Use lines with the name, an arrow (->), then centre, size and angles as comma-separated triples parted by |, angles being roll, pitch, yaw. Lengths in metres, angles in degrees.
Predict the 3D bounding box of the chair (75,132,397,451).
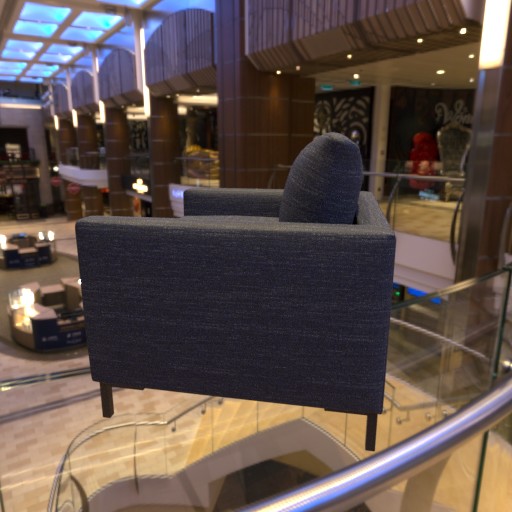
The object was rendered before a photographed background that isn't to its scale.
chair -> 0.000, 0.000, 1.611 | 0.866, 0.861, 0.963 | 3, 14, 11
